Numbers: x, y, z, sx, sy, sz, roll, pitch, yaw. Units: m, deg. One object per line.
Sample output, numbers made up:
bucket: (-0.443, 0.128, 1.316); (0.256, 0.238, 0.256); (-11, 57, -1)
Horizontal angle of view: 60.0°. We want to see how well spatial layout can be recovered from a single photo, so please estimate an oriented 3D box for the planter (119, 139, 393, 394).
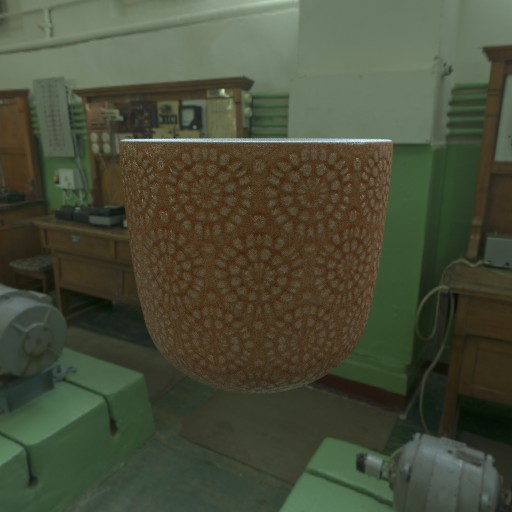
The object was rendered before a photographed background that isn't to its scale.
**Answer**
planter: (0.000, 0.000, 0.374); (0.208, 0.190, 0.208); (0, 15, 0)
